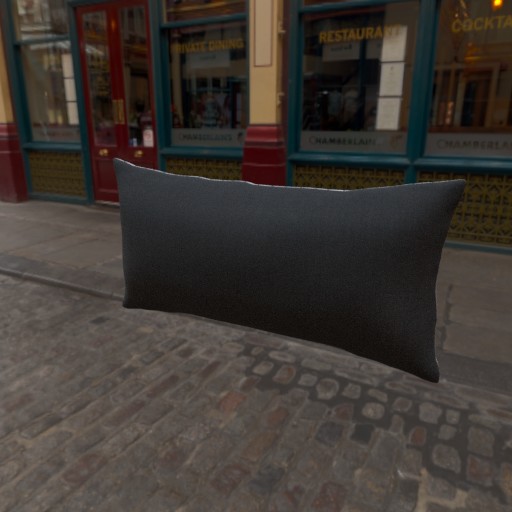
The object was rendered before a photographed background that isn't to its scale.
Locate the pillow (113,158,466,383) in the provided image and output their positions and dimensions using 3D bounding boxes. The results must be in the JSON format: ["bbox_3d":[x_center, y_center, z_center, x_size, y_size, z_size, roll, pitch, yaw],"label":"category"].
[{"bbox_3d":[0.000,0.000,0.743,0.609,0.305,0.151,8,18,26],"label":"pillow"}]
